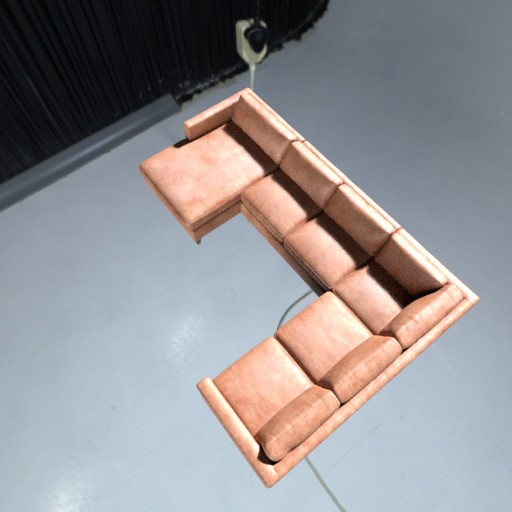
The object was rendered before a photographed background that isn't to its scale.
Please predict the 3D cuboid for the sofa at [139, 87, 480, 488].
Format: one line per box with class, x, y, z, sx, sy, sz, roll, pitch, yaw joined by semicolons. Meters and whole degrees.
sofa;0.000;0.000;4.475;2.430;0.832;3.401;-35;67;-17
